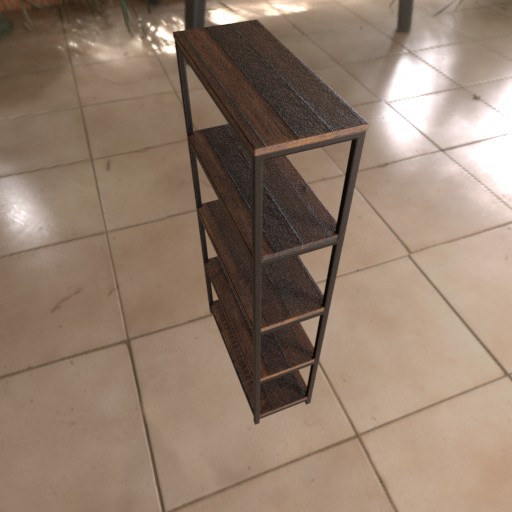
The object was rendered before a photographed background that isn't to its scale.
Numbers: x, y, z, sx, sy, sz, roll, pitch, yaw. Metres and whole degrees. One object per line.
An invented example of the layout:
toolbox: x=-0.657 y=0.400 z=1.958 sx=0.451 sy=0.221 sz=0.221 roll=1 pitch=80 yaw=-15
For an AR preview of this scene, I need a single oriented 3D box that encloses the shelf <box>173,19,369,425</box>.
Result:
shelf: x=0.000 y=0.000 z=2.195 sx=0.359 sy=1.860 sz=0.874 roll=-16 pitch=49 yaw=-15
